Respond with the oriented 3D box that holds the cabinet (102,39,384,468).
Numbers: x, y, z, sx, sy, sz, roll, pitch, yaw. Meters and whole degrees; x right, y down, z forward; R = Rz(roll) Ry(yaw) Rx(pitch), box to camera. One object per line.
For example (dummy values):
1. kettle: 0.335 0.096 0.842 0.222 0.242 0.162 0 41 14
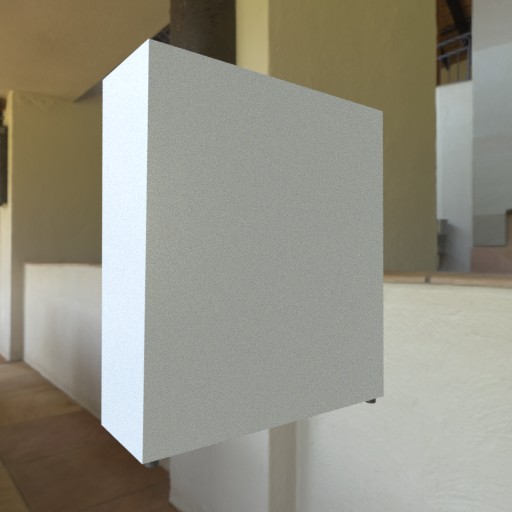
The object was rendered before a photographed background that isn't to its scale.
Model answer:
1. cabinet: 0.000 0.000 1.598 0.990 1.150 0.348 0 -1 -36
